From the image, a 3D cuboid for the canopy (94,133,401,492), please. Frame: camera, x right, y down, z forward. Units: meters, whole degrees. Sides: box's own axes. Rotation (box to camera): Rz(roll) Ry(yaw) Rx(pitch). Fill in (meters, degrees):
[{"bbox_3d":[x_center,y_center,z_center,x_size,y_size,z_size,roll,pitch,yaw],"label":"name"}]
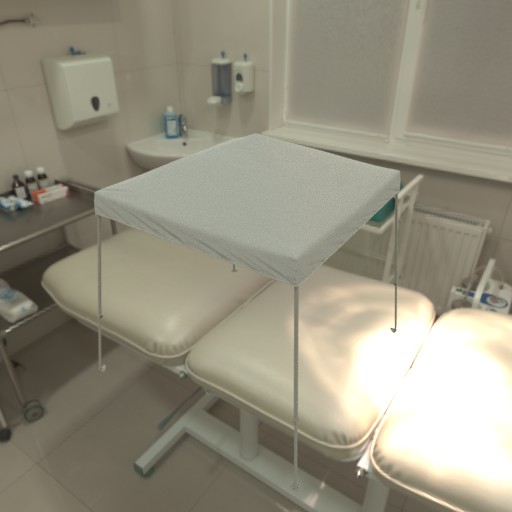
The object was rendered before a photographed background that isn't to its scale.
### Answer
[{"bbox_3d":[0.000,0.000,5.171,2.849,2.849,2.848,19,35,29],"label":"canopy"}]
